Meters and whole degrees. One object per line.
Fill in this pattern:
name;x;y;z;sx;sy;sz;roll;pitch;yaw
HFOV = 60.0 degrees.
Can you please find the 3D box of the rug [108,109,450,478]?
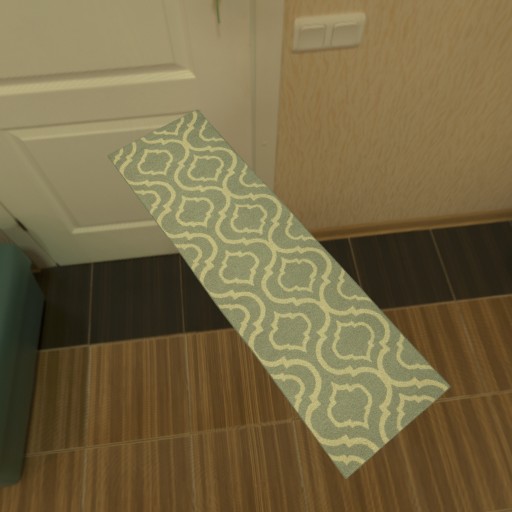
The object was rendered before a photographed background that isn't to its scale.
rug;0.000;0.000;2.483;0.684;0.009;2.275;-33;67;-16
